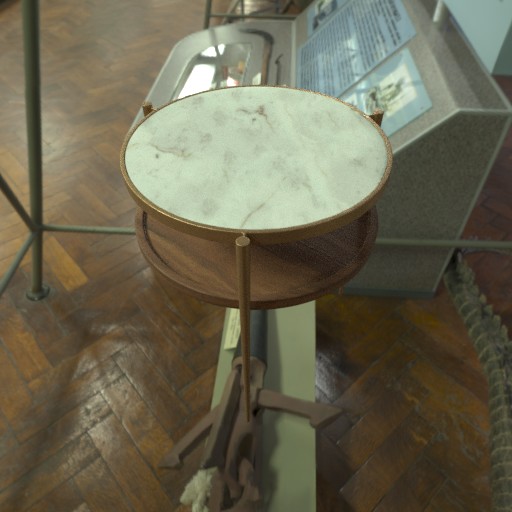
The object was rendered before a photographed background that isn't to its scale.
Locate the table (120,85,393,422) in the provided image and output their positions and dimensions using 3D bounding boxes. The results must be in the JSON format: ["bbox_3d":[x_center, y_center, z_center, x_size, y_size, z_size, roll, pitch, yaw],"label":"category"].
[{"bbox_3d":[0.000,0.000,0.864,0.430,0.493,0.456,3,45,3],"label":"table"}]
